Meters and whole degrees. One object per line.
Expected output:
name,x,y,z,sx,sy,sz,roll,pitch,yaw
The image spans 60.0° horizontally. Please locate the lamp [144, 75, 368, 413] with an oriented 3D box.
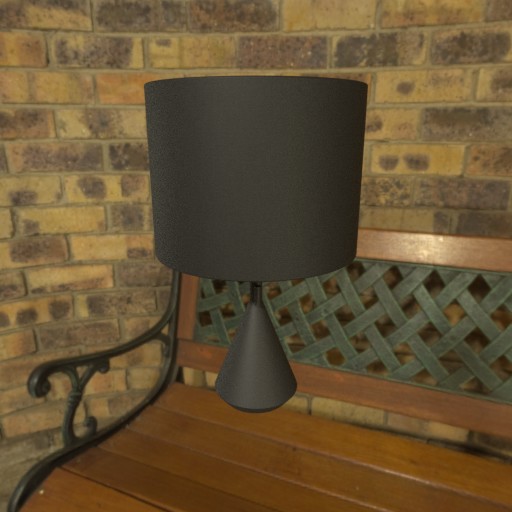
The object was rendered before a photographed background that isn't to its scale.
lamp,0.000,0.000,0.814,0.359,0.584,0.359,-2,17,-8
